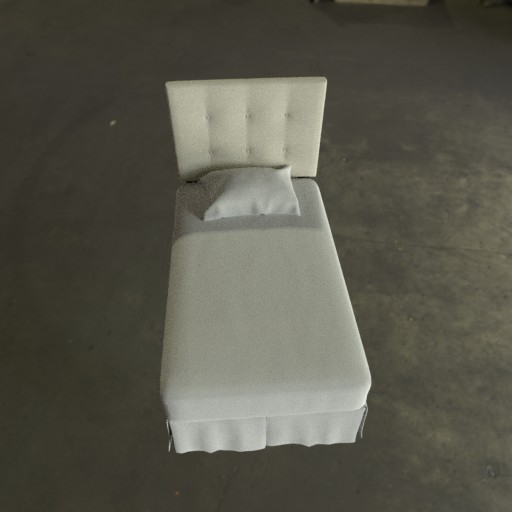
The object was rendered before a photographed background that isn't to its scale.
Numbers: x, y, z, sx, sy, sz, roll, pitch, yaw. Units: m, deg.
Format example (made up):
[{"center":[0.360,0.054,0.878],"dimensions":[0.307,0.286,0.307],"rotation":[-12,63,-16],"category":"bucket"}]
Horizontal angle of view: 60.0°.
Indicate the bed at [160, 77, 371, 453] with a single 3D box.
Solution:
[{"center":[0.000,0.000,2.991],"dimensions":[1.261,1.571,1.997],"rotation":[-3,46,-3],"category":"bed"}]
